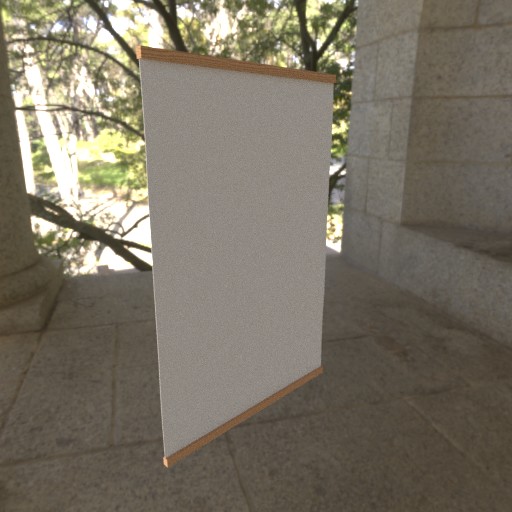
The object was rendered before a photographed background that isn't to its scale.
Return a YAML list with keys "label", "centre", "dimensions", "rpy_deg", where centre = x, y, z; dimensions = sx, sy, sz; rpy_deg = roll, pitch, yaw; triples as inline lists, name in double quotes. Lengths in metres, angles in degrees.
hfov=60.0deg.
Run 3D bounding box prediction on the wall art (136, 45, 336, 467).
- label: "wall art"
  centre: [0.000, 0.000, 1.892]
  dimensions: [0.025, 1.521, 1.011]
  rpy_deg: [15, 21, 43]
